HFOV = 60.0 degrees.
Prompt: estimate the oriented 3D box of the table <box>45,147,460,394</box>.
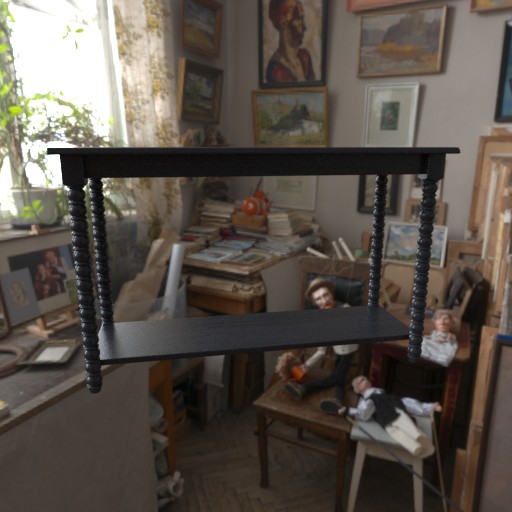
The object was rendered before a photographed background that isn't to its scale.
[{"bbox_3d":[0.000,0.000,1.541,1.184,0.735,0.459,-3,14,-10],"label":"table"}]
